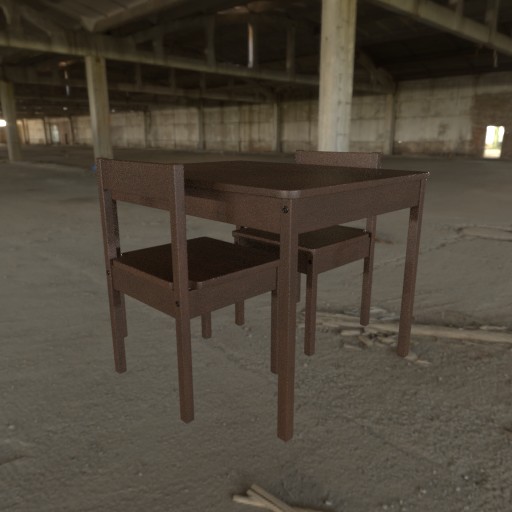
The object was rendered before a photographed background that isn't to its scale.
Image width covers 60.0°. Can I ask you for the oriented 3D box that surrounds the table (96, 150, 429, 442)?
[{"bbox_3d":[0.000,0.000,1.128,0.672,0.503,0.650,-15,21,-43],"label":"table"}]
